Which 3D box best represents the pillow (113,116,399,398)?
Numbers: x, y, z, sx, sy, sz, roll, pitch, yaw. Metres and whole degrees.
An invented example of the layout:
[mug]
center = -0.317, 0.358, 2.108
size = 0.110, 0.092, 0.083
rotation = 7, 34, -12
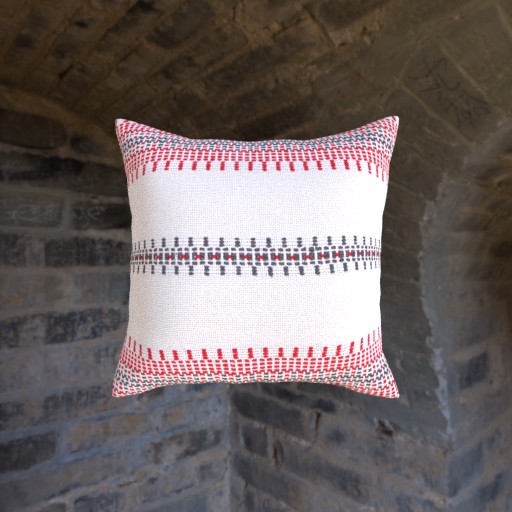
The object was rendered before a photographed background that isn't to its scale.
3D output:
[pillow]
center = 0.000, 0.000, 0.712
size = 0.463, 0.454, 0.160
rotation = 0, -2, 1
